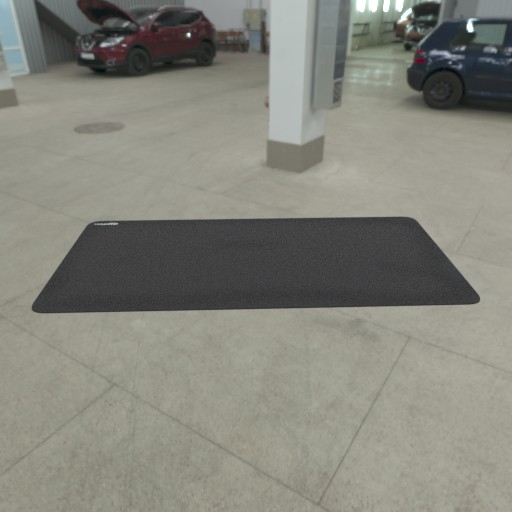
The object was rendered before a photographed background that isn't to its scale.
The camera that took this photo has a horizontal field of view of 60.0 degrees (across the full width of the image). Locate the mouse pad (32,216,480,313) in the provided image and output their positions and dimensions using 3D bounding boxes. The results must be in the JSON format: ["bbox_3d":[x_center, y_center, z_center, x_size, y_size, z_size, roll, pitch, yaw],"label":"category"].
[{"bbox_3d":[0.000,0.000,1.058,0.907,0.003,0.424,-1,29,-2],"label":"mouse pad"}]
